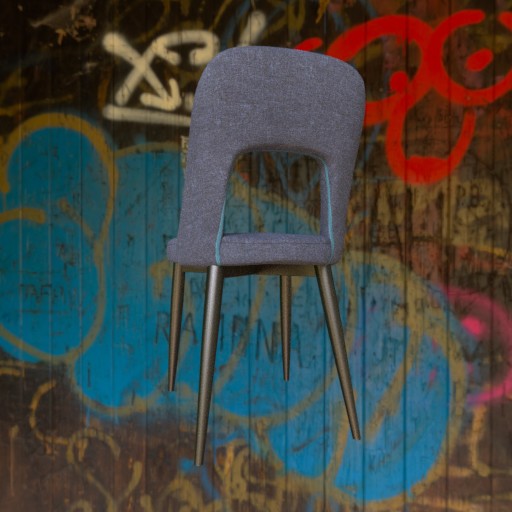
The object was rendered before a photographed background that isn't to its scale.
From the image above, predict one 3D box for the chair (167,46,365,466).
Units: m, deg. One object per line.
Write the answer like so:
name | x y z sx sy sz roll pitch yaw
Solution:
chair | 0.000 0.000 1.266 0.470 0.931 0.612 0 1 -17
